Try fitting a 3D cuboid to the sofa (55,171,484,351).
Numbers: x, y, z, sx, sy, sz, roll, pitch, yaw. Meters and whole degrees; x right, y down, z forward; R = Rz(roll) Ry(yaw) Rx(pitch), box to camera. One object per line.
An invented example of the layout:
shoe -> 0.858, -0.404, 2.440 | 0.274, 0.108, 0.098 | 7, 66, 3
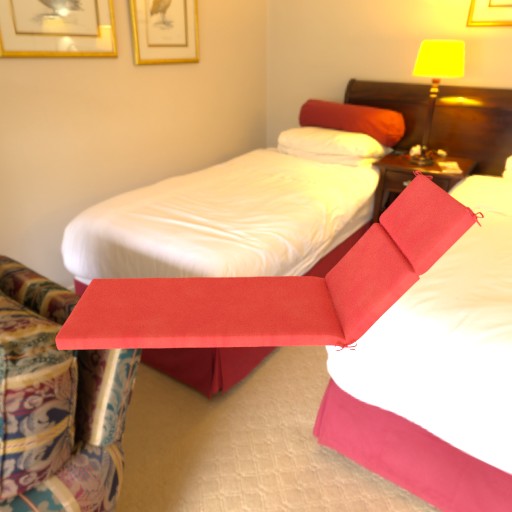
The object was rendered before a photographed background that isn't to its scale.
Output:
sofa -> 0.000, 0.000, 1.943 | 1.663, 0.622, 0.582 | -1, 26, -1
